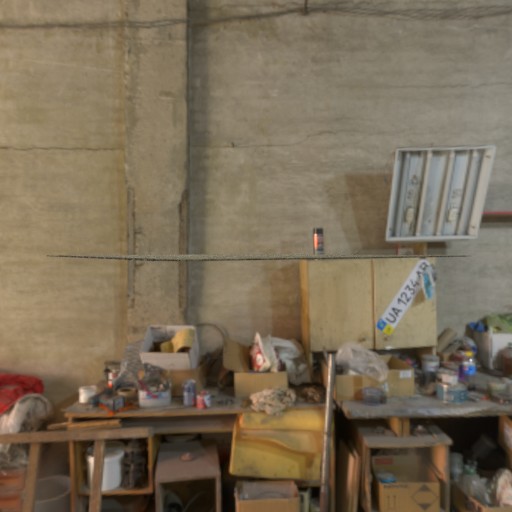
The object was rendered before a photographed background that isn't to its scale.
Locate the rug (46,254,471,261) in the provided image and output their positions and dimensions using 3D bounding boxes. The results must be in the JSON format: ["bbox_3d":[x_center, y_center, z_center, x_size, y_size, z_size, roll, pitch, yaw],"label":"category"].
[{"bbox_3d":[0.000,0.000,4.060,3.056,0.010,2.437,-1,1,-37],"label":"rug"}]
